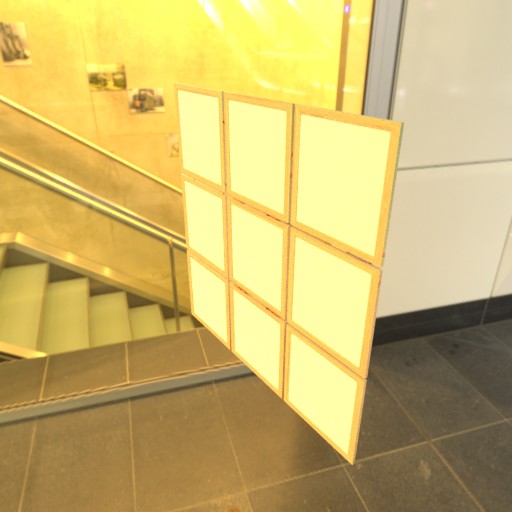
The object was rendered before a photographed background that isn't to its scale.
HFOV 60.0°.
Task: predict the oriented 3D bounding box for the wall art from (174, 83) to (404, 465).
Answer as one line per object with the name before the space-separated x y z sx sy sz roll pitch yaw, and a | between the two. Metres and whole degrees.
wall art | 0.000 0.000 1.792 0.013 1.219 1.214 -18 32 -32
